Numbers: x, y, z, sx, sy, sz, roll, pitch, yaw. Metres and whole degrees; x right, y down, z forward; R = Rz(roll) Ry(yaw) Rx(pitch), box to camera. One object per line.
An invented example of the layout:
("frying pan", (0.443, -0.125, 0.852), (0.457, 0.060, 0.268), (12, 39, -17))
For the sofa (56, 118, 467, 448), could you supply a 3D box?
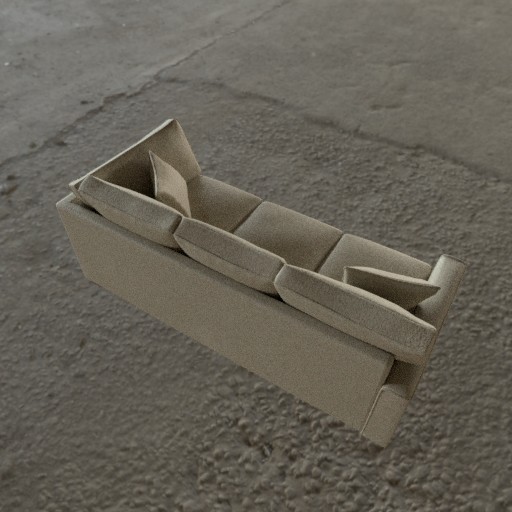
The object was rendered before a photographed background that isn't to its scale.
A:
("sofa", (0.000, 0.000, 2.827), (2.317, 0.962, 1.061), (24, 51, 21))
